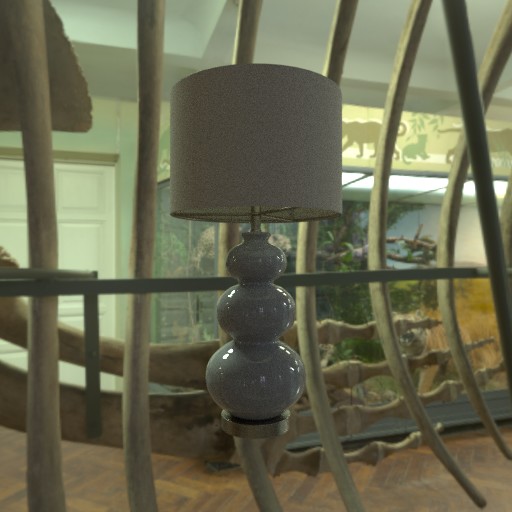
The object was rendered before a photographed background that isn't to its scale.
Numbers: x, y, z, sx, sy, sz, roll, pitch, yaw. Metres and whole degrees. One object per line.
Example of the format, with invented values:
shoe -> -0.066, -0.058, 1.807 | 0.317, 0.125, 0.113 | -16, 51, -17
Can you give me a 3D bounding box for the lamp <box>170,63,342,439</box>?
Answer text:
lamp -> 0.000, 0.000, 0.960 | 0.367, 0.730, 0.367 | 0, -1, -18
